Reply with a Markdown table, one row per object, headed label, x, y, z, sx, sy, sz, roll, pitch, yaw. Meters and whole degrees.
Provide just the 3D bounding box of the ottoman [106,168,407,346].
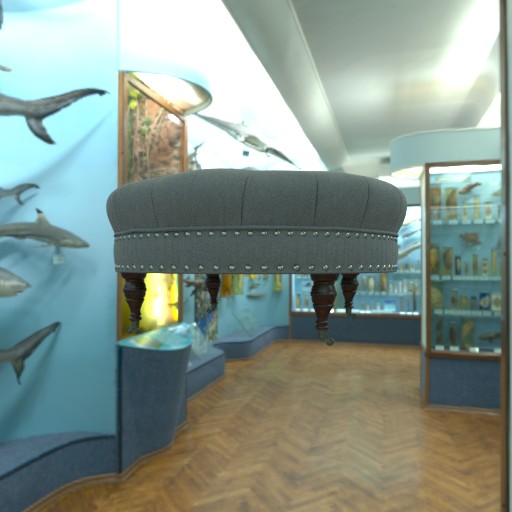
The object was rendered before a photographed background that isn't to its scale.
| label | x | y | z | sx | sy | sz | roll | pitch | yaw |
| --- | --- | --- | --- | --- | --- | --- | --- | --- | --- |
| ottoman | 0.000 | 0.000 | 1.393 | 0.901 | 0.439 | 0.901 | 0 | -1 | 0 |
